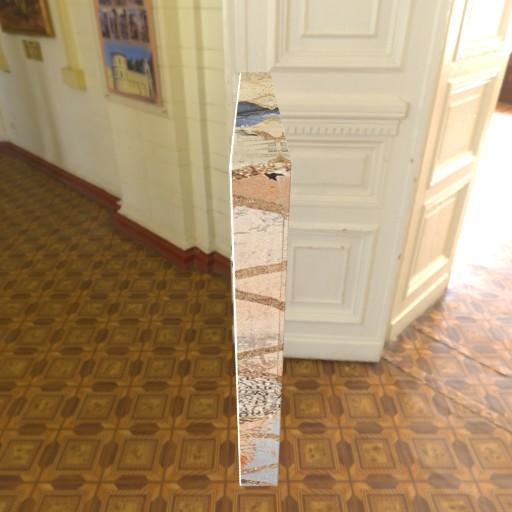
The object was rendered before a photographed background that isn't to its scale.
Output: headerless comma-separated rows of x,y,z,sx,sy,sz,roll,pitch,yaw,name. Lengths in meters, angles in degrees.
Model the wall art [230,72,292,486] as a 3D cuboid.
0.000,0.000,0.450,0.036,0.304,0.303,0,31,-1,wall art
